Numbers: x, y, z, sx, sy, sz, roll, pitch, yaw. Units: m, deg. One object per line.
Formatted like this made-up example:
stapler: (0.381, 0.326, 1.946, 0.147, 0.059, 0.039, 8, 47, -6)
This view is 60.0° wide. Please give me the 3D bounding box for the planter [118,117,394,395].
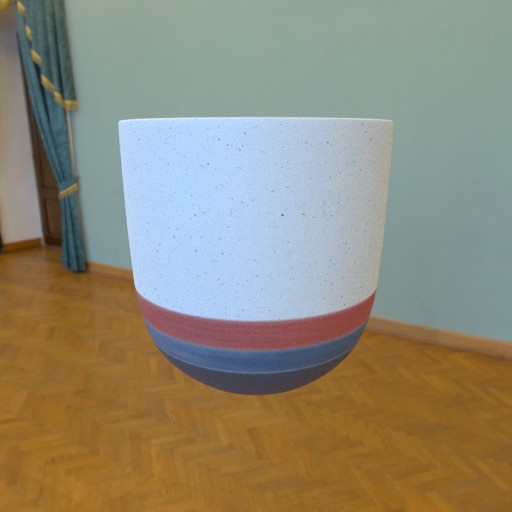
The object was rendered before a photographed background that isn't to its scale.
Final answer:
planter: (0.000, 0.000, 0.370, 0.204, 0.214, 0.204, 0, 15, 0)
